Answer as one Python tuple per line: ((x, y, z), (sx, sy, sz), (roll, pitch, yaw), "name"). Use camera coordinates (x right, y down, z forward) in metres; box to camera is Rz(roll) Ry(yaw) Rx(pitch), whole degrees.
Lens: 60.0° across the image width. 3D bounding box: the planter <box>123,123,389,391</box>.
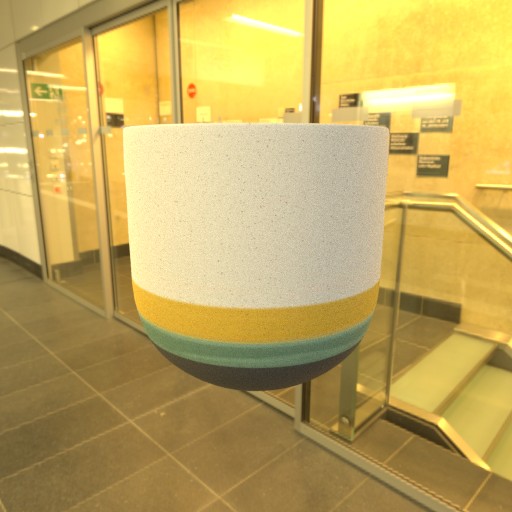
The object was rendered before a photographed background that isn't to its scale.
((0.000, 0.000, 0.492), (0.268, 0.270, 0.268), (0, 14, 0), "planter")
